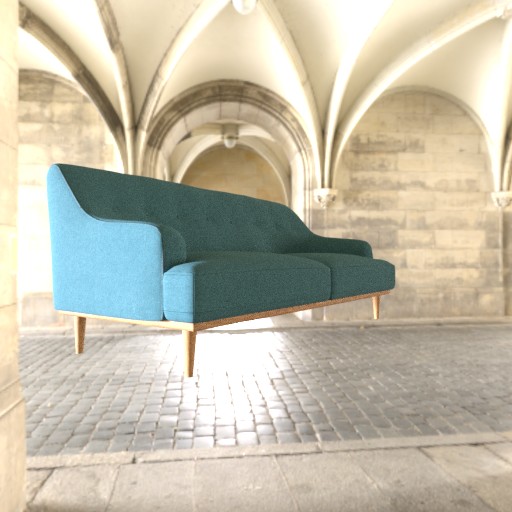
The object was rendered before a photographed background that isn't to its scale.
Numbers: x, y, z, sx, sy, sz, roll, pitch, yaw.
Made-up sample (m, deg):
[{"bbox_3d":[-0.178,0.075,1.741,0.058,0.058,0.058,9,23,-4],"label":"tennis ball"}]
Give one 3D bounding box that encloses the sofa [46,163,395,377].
[{"bbox_3d":[0.000,0.000,2.562,0.978,0.871,2.057,0,0,36],"label":"sofa"}]
